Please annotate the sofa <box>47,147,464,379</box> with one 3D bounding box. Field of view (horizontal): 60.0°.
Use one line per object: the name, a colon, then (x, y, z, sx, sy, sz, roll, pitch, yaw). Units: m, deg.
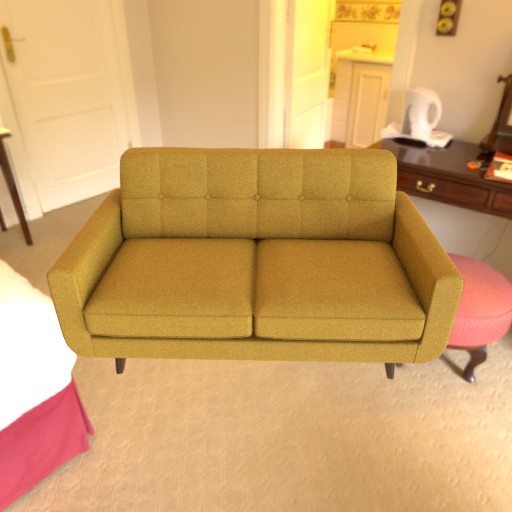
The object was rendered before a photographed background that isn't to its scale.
sofa: (0.000, 0.000, 2.149, 1.631, 0.841, 0.909, 1, 30, 1)
